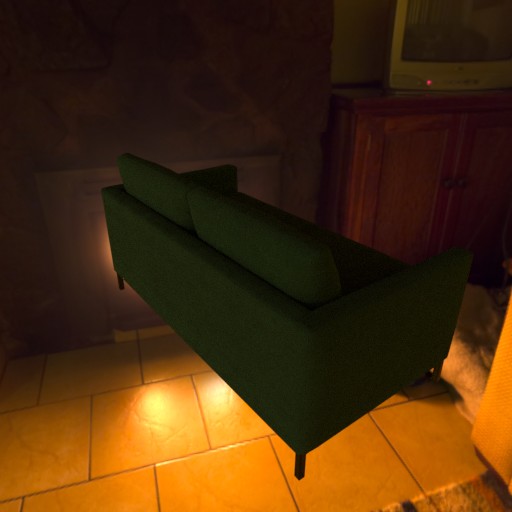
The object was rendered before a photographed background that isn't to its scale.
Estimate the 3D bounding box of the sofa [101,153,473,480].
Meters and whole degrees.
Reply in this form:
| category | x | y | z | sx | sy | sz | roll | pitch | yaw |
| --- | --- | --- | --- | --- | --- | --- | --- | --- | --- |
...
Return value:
| category | x | y | z | sx | sy | sz | roll | pitch | yaw |
| --- | --- | --- | --- | --- | --- | --- | --- | --- | --- |
| sofa | 0.000 | 0.000 | 2.122 | 0.875 | 0.817 | 1.676 | -18 | 31 | -33 |
